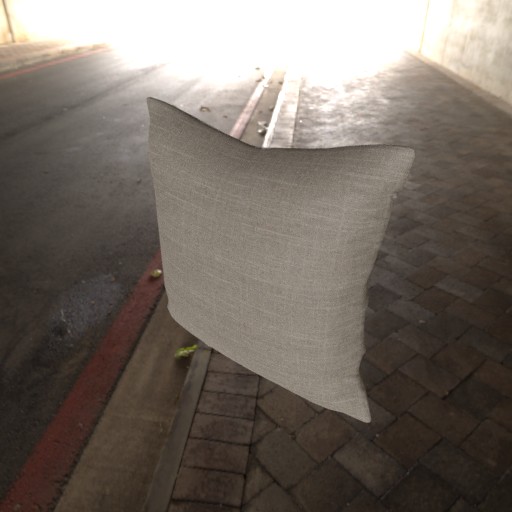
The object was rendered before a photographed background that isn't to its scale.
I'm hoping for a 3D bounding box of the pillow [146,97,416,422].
[{"bbox_3d":[0.000,0.000,0.648,0.424,0.400,0.169,22,37,33],"label":"pillow"}]
